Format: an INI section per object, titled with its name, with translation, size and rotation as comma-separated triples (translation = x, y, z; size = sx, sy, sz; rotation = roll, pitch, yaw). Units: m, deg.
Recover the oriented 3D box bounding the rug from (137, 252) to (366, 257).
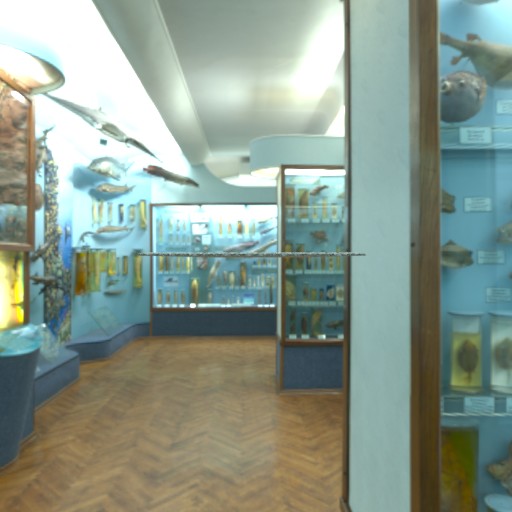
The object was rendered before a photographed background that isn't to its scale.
[rug]
translation = 0.000, 0.000, 2.733
size = 0.786, 0.013, 2.480
rotation = 0, 0, 1
